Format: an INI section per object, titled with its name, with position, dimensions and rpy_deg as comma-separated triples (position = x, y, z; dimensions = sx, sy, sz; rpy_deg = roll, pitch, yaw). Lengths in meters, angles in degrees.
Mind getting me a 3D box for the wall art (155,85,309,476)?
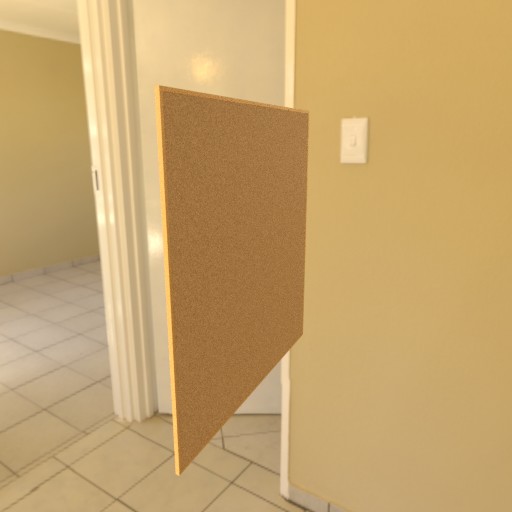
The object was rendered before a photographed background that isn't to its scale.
[wall art]
position = 0.000, 0.000, 1.461
dimensions = 0.013, 0.959, 0.962
rpy_deg = 7, 16, 24
